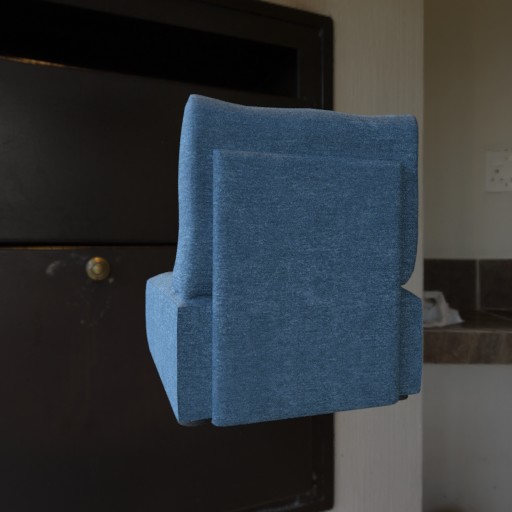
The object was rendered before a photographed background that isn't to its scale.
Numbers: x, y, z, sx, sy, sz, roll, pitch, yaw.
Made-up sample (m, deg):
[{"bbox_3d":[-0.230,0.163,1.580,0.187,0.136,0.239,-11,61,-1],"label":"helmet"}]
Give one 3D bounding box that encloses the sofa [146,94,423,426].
[{"bbox_3d":[0.000,0.000,1.593,0.700,0.820,1.000,0,1,-18],"label":"sofa"}]
